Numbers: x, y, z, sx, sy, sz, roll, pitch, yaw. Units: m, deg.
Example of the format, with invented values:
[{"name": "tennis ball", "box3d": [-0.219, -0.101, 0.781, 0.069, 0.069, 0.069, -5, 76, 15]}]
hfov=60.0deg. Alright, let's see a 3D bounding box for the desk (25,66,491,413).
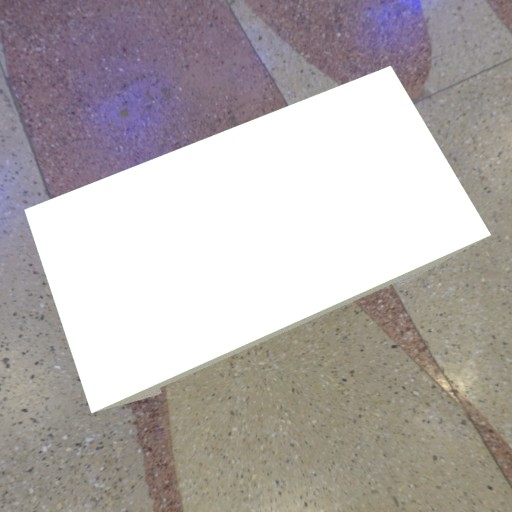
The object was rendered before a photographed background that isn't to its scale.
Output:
[{"name": "desk", "box3d": [0.000, 0.000, 1.523, 1.100, 0.730, 0.560, -23, 77, -6]}]
